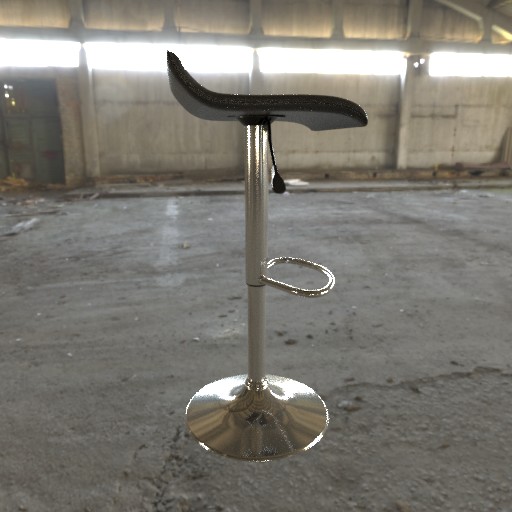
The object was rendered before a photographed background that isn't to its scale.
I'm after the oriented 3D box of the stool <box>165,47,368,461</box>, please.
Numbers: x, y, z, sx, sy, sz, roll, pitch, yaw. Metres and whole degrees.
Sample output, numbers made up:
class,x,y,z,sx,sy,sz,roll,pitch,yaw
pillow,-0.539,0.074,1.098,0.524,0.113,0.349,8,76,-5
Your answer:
class,x,y,z,sx,sy,sz,roll,pitch,yaw
stool,0.000,0.000,1.071,0.381,0.851,0.381,-2,14,-9
